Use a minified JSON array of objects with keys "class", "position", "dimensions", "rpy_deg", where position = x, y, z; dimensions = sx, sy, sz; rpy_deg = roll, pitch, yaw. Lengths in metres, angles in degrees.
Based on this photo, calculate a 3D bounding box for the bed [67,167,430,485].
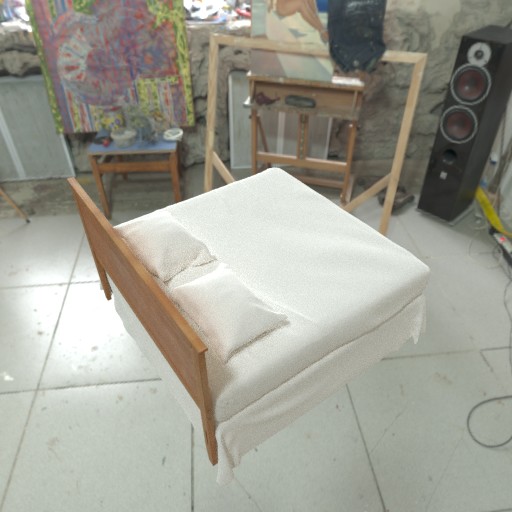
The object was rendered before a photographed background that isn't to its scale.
[{"class":"bed","position":[0.000,0.000,3.659],"dimensions":[2.215,1.270,2.317],"rpy_deg":[-25,46,-26]}]
